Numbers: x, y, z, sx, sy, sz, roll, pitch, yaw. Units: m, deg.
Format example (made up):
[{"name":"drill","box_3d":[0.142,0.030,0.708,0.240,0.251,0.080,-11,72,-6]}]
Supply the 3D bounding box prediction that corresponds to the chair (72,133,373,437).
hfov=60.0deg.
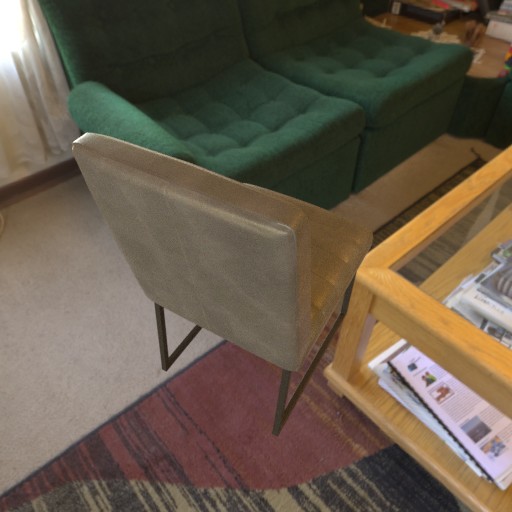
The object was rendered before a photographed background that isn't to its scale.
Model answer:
[{"name":"chair","box_3d":[0.000,0.000,1.293,0.520,0.930,0.634,23,50,21]}]
